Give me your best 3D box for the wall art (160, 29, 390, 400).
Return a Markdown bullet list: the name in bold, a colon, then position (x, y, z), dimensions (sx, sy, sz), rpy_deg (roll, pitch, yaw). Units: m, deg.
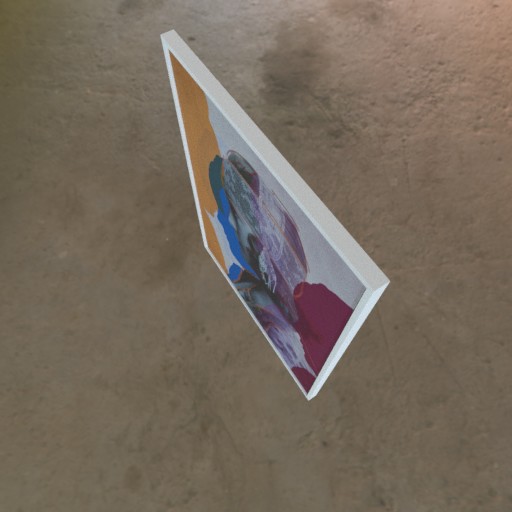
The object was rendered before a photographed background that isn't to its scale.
- **wall art**: position (0.000, 0.000, 1.377), dimensions (0.039, 1.050, 0.795), rpy_deg (-30, 66, -15)
